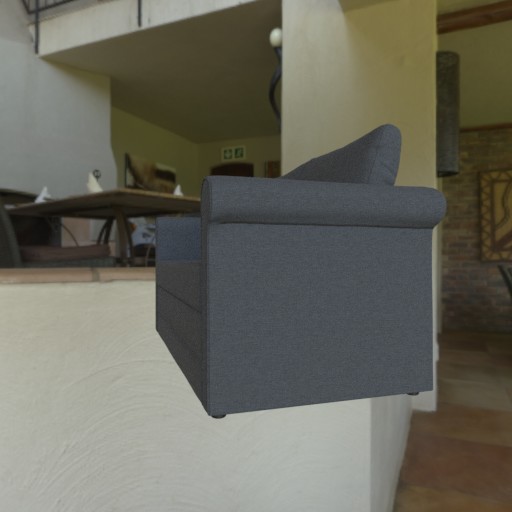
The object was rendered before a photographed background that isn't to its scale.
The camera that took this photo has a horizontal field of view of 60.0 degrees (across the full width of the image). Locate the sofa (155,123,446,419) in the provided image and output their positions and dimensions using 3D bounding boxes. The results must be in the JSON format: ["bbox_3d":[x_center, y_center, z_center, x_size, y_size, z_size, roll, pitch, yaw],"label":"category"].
[{"bbox_3d":[0.000,0.000,1.923,0.741,0.872,1.460,0,0,-18],"label":"sofa"}]
